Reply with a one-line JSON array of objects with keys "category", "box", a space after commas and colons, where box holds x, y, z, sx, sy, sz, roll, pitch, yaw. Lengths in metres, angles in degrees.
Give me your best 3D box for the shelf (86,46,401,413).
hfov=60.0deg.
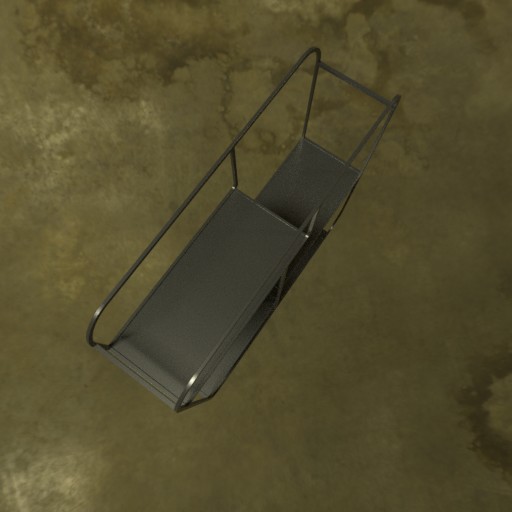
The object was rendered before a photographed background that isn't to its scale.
[{"category": "shelf", "box": [0.000, 0.000, 0.915, 0.160, 0.600, 0.600, 34, 77, 9]}]
